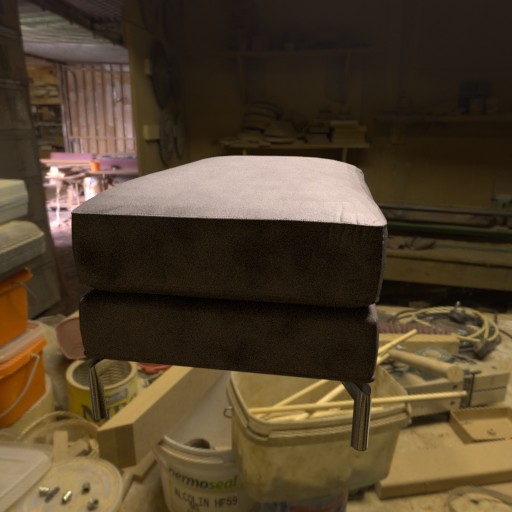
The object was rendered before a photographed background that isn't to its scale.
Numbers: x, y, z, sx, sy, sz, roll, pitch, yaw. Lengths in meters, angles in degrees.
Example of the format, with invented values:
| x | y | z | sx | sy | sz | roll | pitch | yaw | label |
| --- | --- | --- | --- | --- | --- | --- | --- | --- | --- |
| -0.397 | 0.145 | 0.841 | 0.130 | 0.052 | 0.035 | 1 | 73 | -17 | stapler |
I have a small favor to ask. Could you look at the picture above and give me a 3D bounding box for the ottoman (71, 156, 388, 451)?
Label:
| x | y | z | sx | sy | sz | roll | pitch | yaw | label |
| --- | --- | --- | --- | --- | --- | --- | --- | --- | --- |
| 0.000 | 0.000 | 1.056 | 0.520 | 0.456 | 0.719 | 3 | 17 | 9 | ottoman |
